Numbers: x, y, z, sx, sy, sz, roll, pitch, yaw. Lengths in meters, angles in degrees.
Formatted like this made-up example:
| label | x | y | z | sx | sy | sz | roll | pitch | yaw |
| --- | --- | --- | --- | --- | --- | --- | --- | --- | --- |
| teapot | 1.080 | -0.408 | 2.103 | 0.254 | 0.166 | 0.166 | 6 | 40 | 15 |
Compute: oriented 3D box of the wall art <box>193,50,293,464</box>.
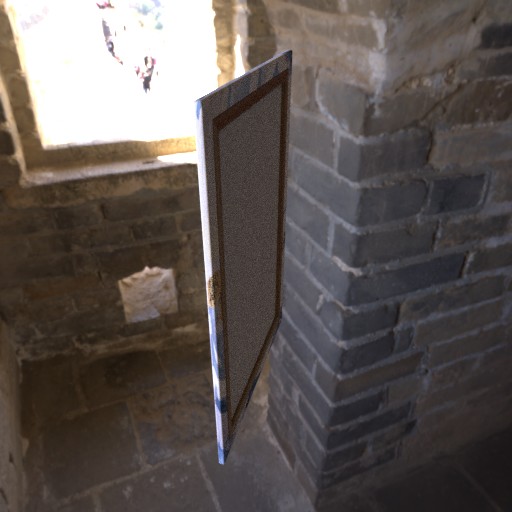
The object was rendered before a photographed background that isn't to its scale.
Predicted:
| label | x | y | z | sx | sy | sz | roll | pitch | yaw |
| --- | --- | --- | --- | --- | --- | --- | --- | --- | --- |
| wall art | 0.000 | 0.000 | 1.158 | 0.016 | 0.914 | 0.610 | 9 | 33 | 14 |
